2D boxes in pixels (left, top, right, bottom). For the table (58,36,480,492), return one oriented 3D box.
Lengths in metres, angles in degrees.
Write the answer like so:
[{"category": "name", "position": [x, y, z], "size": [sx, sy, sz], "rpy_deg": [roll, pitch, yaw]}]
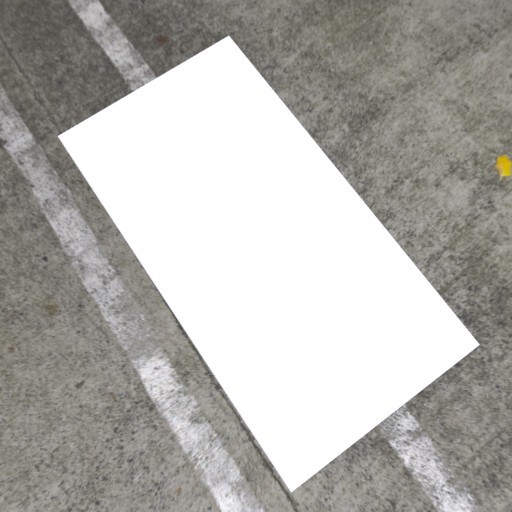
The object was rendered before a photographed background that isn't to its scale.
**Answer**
[{"category": "table", "position": [0.000, 0.000, 1.345], "size": [0.559, 0.457, 1.067], "rpy_deg": [-34, 78, -8]}]
